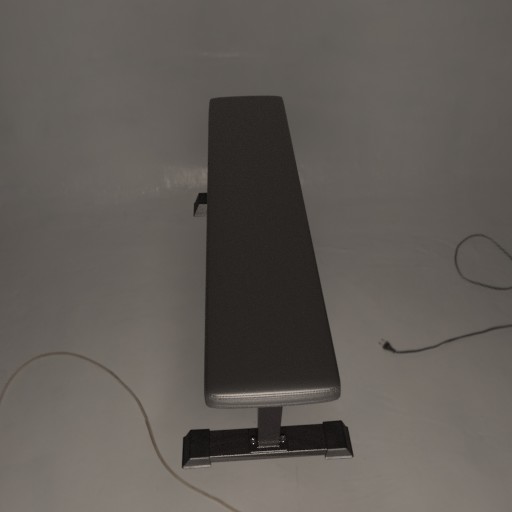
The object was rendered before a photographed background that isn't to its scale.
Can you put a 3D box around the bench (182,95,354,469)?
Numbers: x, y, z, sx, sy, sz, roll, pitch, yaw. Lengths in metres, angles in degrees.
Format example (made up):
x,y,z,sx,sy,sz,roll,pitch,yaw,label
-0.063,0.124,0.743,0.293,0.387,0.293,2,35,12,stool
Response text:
x,y,z,sx,sy,sz,roll,pitch,yaw,label
0.000,0.000,1.300,0.439,0.453,1.072,-3,48,-2,bench
